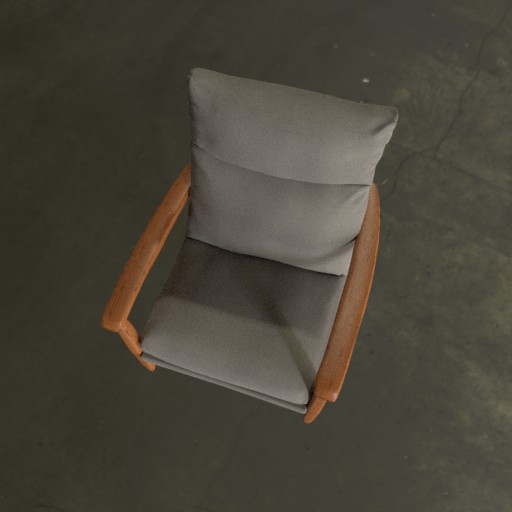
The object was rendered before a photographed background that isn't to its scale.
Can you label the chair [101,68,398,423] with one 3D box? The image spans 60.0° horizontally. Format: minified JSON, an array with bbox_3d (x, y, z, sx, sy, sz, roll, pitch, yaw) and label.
[{"bbox_3d":[0.000,0.000,1.514,0.782,0.922,0.816,16,60,9],"label":"chair"}]
